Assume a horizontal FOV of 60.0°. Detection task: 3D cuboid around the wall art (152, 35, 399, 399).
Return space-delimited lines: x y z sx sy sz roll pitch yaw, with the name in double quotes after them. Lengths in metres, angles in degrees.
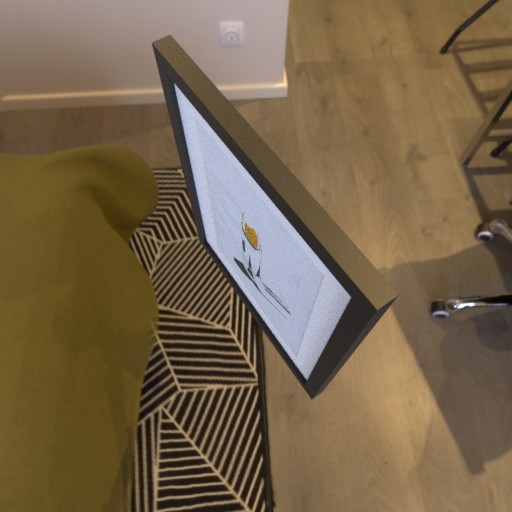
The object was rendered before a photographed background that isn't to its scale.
0.000 0.000 0.765 0.029 0.559 0.457 -31 68 -14 "wall art"
